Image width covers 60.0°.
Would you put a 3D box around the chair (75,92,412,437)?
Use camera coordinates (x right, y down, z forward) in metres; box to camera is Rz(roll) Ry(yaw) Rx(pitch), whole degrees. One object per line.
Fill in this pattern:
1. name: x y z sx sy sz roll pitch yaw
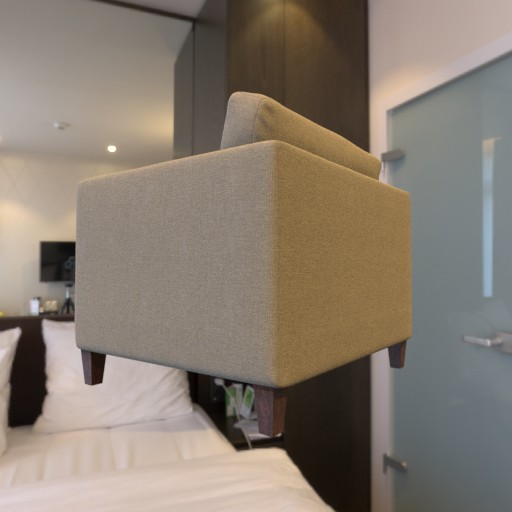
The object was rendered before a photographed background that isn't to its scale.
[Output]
1. chair: 0.000 0.000 1.817 0.959 0.963 1.107 -1 -2 37
